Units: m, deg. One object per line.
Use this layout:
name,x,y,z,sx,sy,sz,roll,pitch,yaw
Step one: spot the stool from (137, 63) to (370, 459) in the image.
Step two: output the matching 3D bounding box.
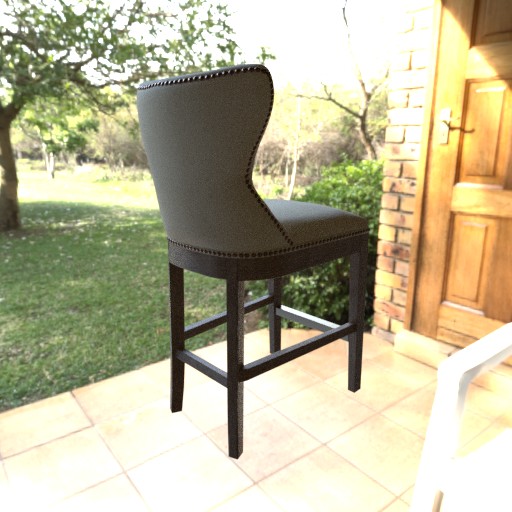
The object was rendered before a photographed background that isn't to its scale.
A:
stool,0.000,0.000,1.329,0.608,0.981,0.498,-14,20,-42
